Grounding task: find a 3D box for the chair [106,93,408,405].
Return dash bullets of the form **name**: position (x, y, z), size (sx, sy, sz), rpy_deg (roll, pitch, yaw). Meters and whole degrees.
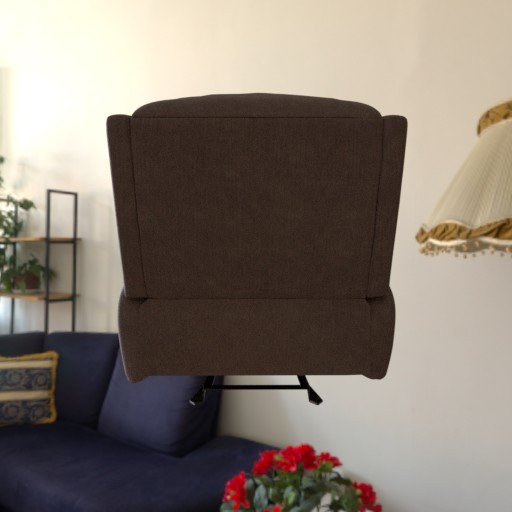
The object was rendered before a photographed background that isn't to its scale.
- **chair**: position (0.000, 0.000, 1.700), size (0.930, 1.011, 0.899), rpy_deg (0, 0, 0)
